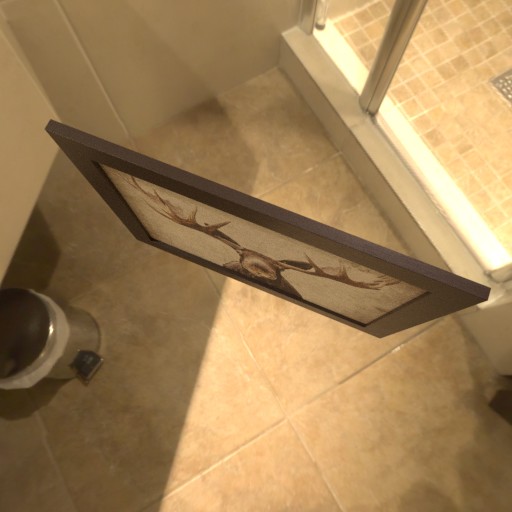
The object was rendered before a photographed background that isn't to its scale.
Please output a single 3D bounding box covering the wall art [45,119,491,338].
[{"bbox_3d":[0.000,0.000,1.579,1.207,0.952,0.034,22,75,6],"label":"wall art"}]
